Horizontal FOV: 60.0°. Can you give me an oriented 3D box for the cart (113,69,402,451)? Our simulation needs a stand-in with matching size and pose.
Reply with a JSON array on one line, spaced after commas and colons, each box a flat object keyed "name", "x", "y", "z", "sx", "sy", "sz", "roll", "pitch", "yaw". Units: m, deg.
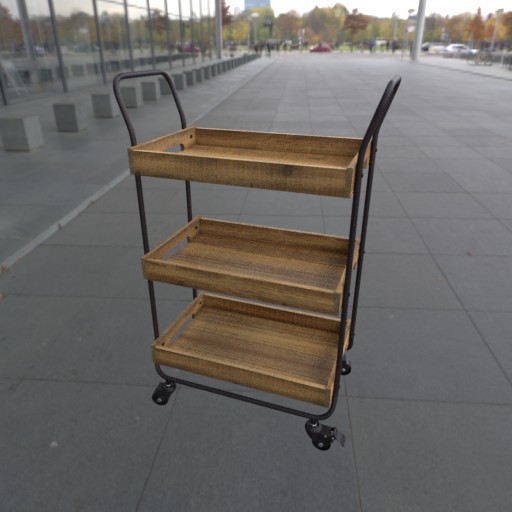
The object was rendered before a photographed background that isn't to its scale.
[{"name": "cart", "x": 0.000, "y": 0.000, "z": 1.125, "sx": 0.583, "sy": 0.857, "sz": 0.339, "roll": 9, "pitch": 27, "yaw": 18}]
